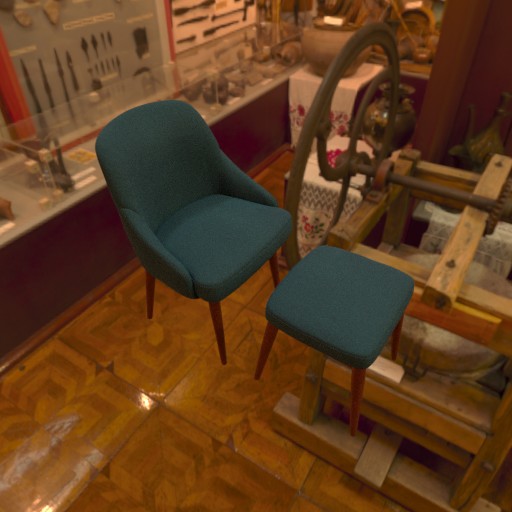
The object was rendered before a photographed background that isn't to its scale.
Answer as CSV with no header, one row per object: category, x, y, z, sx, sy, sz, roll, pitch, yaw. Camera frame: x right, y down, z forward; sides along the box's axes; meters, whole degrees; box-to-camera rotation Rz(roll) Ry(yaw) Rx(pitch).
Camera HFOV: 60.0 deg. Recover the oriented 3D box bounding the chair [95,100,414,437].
chair,0.000,0.000,1.646,1.114,0.866,0.584,24,46,25
